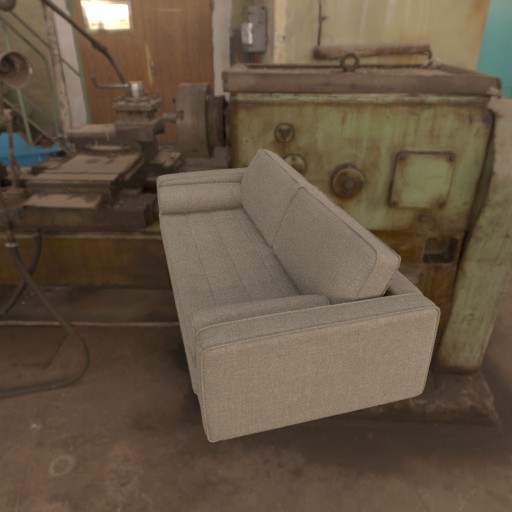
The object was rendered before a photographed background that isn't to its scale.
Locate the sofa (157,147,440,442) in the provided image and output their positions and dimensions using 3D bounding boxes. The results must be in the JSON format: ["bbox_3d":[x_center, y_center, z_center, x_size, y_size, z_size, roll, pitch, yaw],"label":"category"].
[{"bbox_3d":[0.000,0.000,2.373,0.914,0.762,1.879,-7,29,-14],"label":"sofa"}]
